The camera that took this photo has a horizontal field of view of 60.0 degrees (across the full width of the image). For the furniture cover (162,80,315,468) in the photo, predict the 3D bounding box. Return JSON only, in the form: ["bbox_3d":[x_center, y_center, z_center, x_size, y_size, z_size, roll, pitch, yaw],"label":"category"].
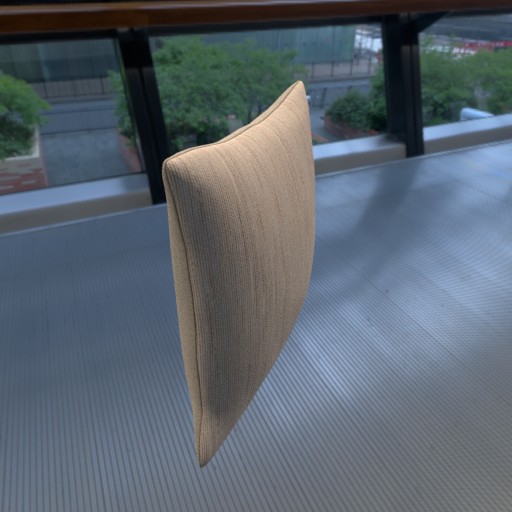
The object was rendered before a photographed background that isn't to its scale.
[{"bbox_3d":[0.000,0.000,0.780,0.178,0.506,0.512,11,33,18],"label":"furniture cover"}]
